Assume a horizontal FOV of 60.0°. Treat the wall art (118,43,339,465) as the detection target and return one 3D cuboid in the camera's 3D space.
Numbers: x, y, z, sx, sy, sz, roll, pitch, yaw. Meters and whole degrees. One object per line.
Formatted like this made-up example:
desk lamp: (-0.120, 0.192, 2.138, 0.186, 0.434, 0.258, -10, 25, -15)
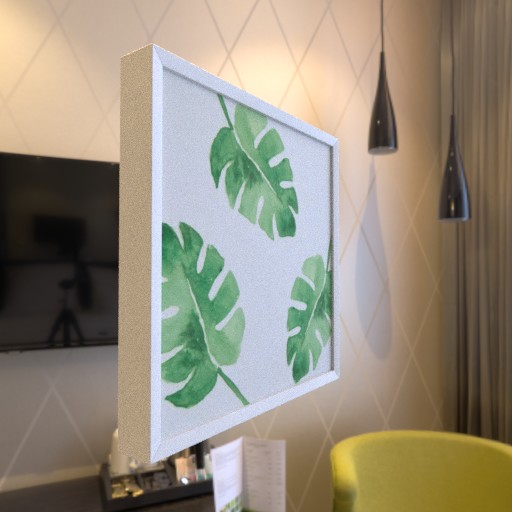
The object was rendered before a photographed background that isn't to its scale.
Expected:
wall art: (0.000, 0.000, 0.453, 0.038, 0.305, 0.305, -1, -2, 37)
